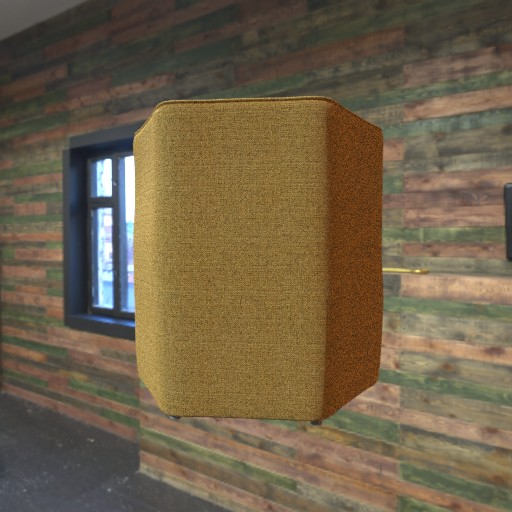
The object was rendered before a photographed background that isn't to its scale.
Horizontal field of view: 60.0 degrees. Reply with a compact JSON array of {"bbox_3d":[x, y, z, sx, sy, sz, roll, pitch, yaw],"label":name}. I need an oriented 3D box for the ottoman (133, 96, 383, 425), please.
[{"bbox_3d":[0.000,0.000,0.876,0.443,0.502,0.494,1,2,35],"label":"ottoman"}]
